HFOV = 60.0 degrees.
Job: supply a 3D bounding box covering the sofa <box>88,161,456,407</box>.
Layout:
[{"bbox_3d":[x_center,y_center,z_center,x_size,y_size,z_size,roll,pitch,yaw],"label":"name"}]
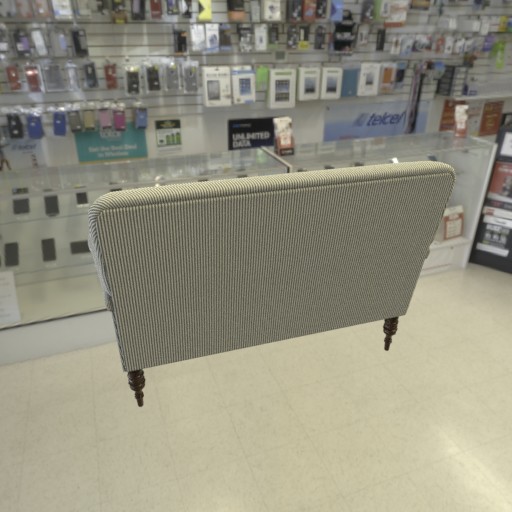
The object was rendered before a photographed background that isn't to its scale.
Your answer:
[{"bbox_3d":[0.000,0.000,1.843,1.297,0.889,0.779,-8,29,-16],"label":"sofa"}]
